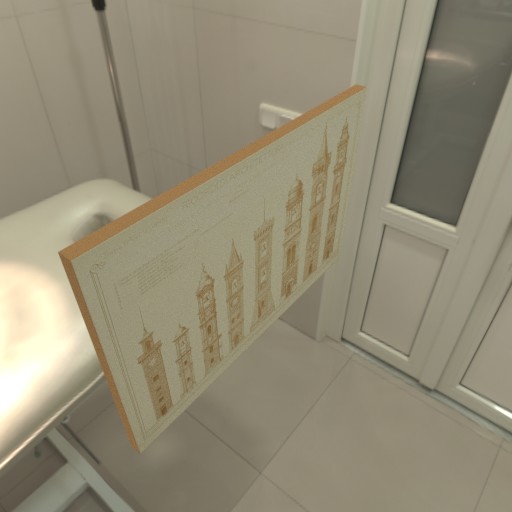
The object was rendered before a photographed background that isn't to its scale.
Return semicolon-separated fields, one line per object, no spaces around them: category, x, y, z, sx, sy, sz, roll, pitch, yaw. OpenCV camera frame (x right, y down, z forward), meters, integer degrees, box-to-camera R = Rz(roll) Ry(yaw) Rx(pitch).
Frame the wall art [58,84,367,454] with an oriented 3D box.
wall art;0.000;0.000;1.131;0.033;0.608;0.915;28;48;28
